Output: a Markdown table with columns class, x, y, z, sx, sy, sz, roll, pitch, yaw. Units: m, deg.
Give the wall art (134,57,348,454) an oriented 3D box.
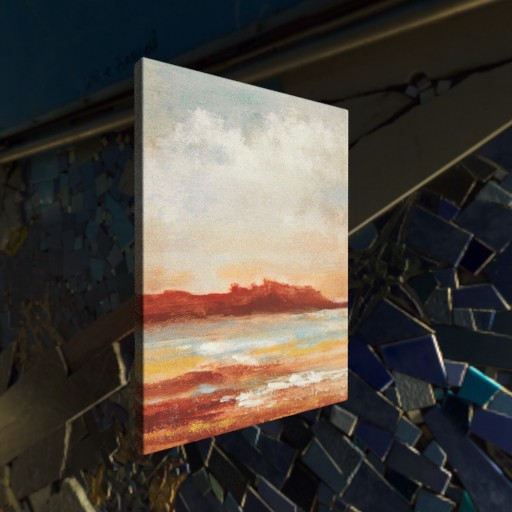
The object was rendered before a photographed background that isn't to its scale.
| class | x | y | z | sx | sy | sz | roll | pitch | yaw |
| --- | --- | --- | --- | --- | --- | --- | --- | --- | --- |
| wall art | 0.000 | 0.000 | 0.811 | 0.443 | 0.605 | 0.035 | 0 | 1 | -35 |
